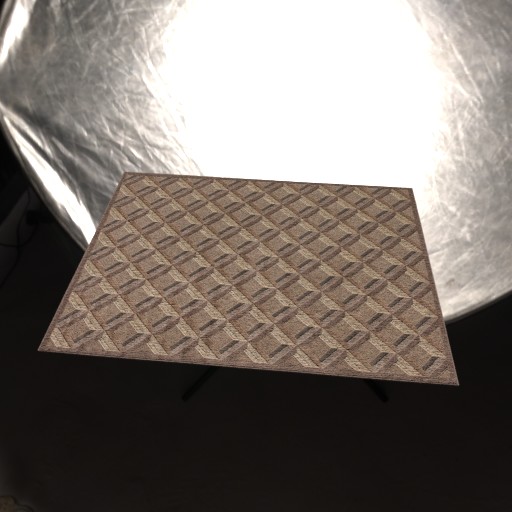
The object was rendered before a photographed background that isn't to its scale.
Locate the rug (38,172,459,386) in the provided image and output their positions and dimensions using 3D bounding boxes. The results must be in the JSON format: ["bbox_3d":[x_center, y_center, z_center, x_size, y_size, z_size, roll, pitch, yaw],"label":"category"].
[{"bbox_3d":[0.000,0.000,4.242,3.294,0.018,2.382,4,47,4],"label":"rug"}]
